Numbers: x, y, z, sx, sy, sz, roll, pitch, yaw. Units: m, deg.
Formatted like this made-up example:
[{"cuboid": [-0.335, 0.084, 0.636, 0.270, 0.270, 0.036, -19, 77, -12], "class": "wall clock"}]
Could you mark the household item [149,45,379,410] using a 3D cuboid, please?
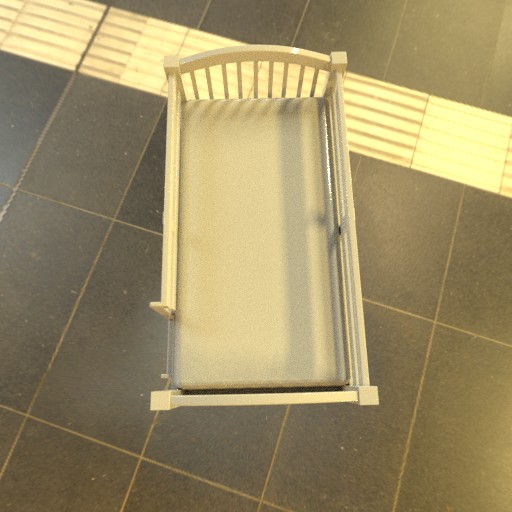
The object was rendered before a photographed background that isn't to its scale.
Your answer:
[{"cuboid": [0.000, 0.000, 3.293, 1.143, 2.032, 2.032, -1, 74, 0], "class": "household item"}]
